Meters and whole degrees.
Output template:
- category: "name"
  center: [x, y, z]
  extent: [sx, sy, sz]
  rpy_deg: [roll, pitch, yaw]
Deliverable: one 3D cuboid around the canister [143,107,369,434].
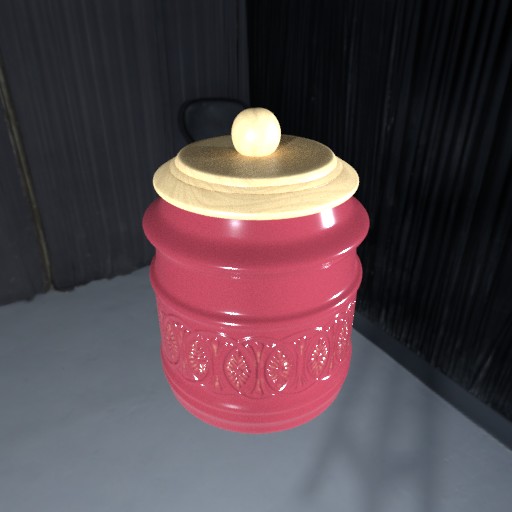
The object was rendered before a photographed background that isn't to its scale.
- category: "canister"
  center: [0.000, 0.000, 0.274]
  extent: [0.130, 0.176, 0.130]
  rpy_deg: [0, 30, 0]
